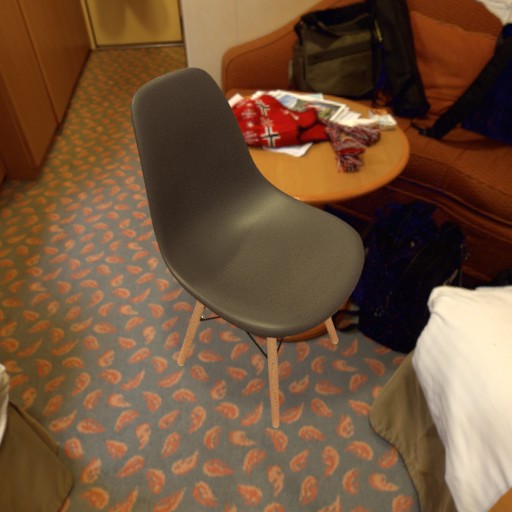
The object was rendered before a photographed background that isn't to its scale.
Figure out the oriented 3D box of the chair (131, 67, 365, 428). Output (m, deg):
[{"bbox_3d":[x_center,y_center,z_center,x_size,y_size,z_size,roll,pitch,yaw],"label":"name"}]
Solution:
[{"bbox_3d":[0.000,0.000,1.169,0.533,0.825,0.470,25,48,25],"label":"chair"}]
